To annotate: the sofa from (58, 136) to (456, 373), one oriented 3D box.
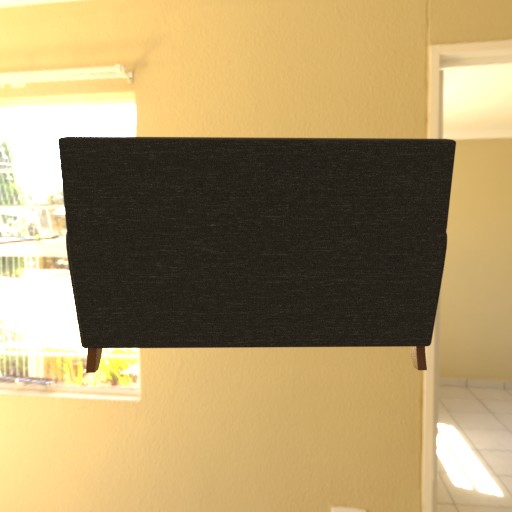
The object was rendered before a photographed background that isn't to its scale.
[{"bbox_3d":[0.000,0.000,1.940,1.420,0.846,0.875,0,2,-2],"label":"sofa"}]
